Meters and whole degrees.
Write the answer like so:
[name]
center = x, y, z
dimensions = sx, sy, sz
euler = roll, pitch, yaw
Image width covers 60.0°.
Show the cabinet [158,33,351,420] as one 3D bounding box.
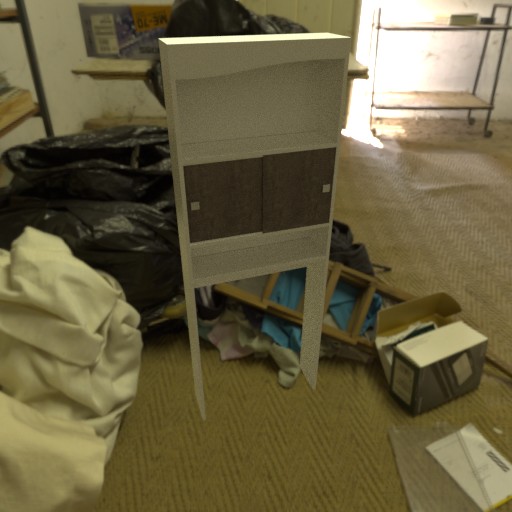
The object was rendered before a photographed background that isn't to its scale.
[cabinet]
center = 0.000, 0.000, 1.997
dimensions = 0.643, 1.770, 0.192
euler = -10, 33, -16
